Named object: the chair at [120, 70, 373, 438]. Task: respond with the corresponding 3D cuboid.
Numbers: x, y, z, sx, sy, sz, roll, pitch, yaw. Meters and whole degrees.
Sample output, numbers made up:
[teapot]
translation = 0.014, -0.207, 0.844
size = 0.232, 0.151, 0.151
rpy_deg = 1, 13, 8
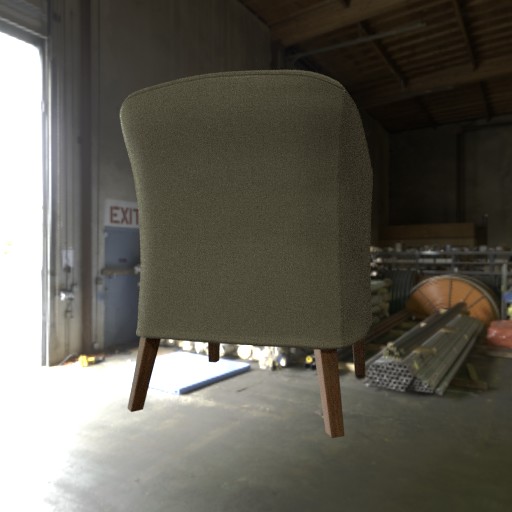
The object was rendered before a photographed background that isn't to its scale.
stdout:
[chair]
translation = 0.000, 0.000, 1.240
size = 0.600, 0.771, 0.668
rpy_deg = 0, 0, 18
